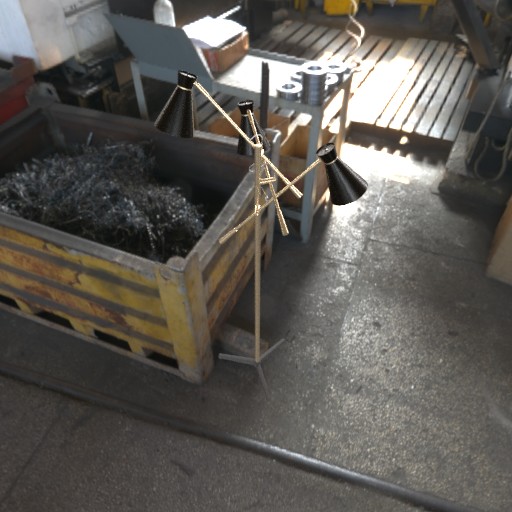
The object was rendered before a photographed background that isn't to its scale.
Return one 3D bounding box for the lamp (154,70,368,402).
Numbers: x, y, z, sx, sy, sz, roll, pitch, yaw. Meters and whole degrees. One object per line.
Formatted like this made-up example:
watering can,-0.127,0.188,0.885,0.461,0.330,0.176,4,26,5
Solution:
lamp,0.000,0.000,2.200,0.750,1.804,0.653,-11,46,-11
